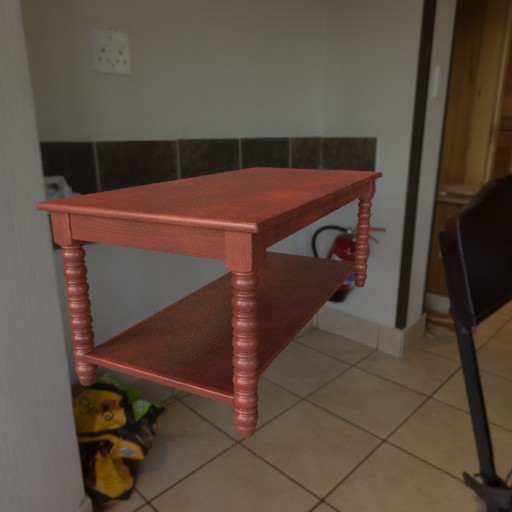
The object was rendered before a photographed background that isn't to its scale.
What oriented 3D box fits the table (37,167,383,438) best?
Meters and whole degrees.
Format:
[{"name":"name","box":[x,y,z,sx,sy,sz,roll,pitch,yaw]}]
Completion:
[{"name":"table","box":[0.000,0.000,1.477,0.580,0.485,1.171,7,17,25]}]
